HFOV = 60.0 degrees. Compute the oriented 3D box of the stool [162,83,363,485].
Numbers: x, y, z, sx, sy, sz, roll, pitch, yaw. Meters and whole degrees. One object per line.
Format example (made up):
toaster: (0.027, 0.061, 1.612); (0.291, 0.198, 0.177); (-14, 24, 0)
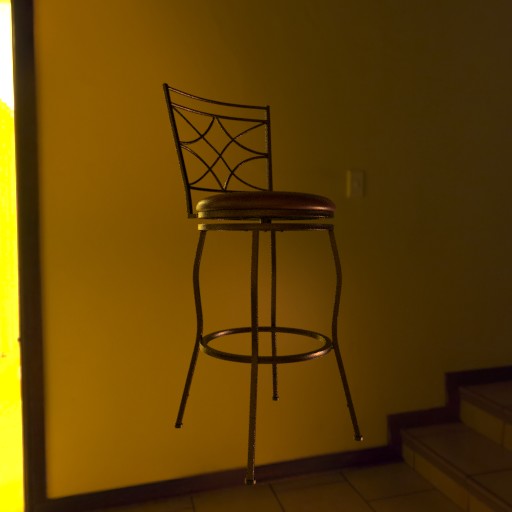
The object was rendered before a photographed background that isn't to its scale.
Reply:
stool: (0.000, 0.000, 1.418); (0.434, 1.117, 0.534); (-2, 3, -36)
